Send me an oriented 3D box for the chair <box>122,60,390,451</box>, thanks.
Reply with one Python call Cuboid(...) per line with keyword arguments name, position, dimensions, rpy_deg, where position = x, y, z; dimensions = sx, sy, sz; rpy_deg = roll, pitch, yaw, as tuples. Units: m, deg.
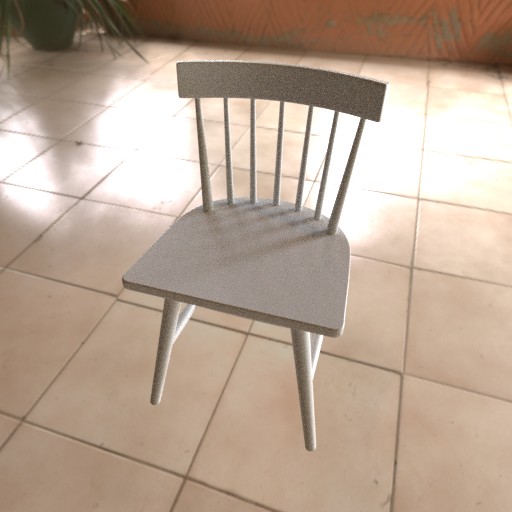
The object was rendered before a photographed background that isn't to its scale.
Cuboid(name="chair", position=(0.000, 0.000, 1.092), dimensions=(0.483, 0.787, 0.500), rpy_deg=(11, 42, 13))
